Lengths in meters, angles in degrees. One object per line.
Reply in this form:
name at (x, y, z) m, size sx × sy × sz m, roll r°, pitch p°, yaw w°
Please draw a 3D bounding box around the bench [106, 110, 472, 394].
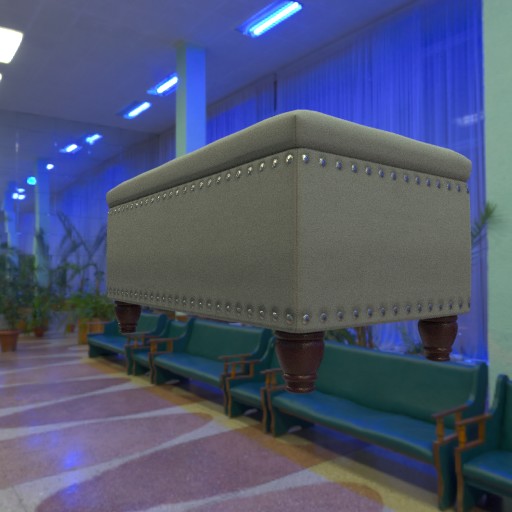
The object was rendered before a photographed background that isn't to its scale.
bench at (0.000, 0.000, 1.144) m, size 0.500 × 0.449 × 0.887 m, roll 1°, pitch -2°, yaw -36°
